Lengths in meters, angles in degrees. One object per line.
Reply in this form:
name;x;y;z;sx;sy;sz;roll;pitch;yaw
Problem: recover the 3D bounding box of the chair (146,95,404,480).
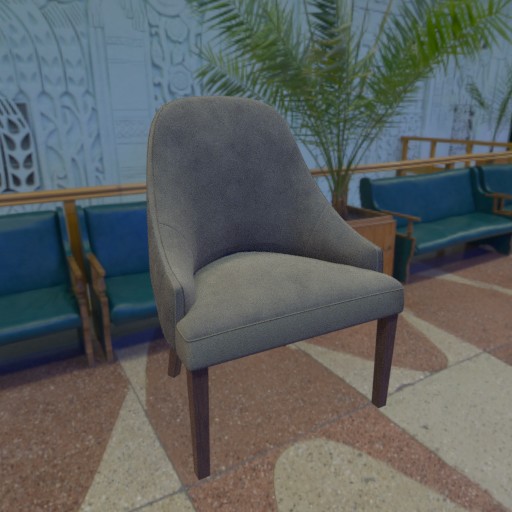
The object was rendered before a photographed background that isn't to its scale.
chair;0.000;0.000;1.288;0.643;0.889;0.575;-10;21;-27
